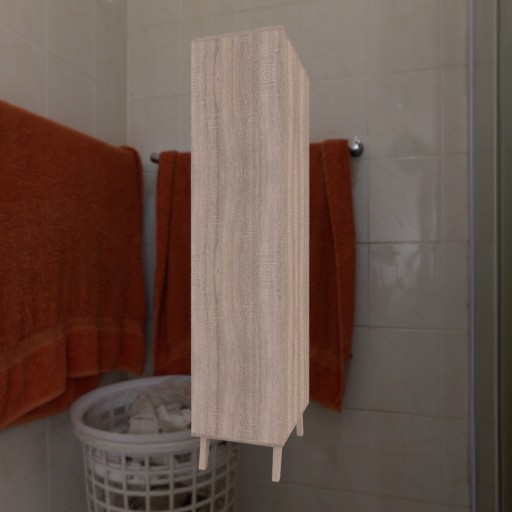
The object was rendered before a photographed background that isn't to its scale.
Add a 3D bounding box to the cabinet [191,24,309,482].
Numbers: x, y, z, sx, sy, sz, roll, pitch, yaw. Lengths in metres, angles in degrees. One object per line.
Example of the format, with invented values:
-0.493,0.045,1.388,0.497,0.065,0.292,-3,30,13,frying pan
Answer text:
0.000,0.000,2.105,0.400,1.850,0.570,0,0,18,cabinet
